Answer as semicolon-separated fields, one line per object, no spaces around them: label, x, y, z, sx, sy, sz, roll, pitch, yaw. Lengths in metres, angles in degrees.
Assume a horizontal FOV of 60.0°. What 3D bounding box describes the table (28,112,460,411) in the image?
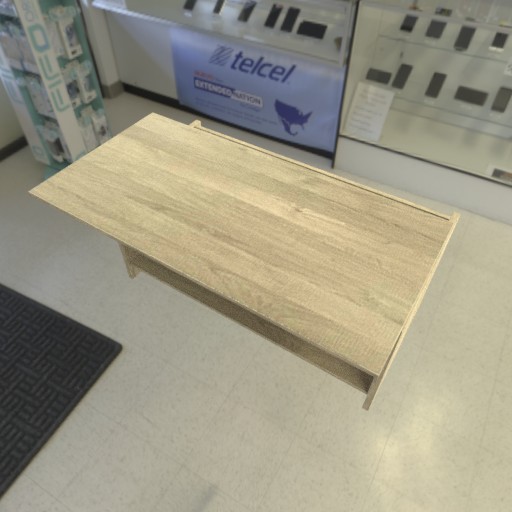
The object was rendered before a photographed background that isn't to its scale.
table;0.000;0.000;1.419;1.000;0.570;0.712;25;52;22
